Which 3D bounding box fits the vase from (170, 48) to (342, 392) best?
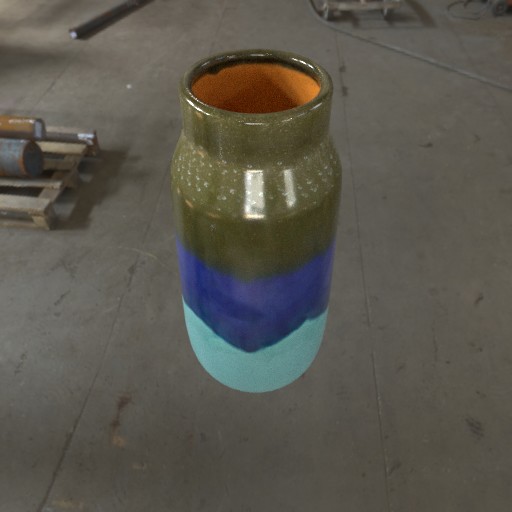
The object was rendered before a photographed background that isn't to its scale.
[{"bbox_3d":[0.000,0.000,0.380,0.139,0.313,0.139,0,47,0],"label":"vase"}]
